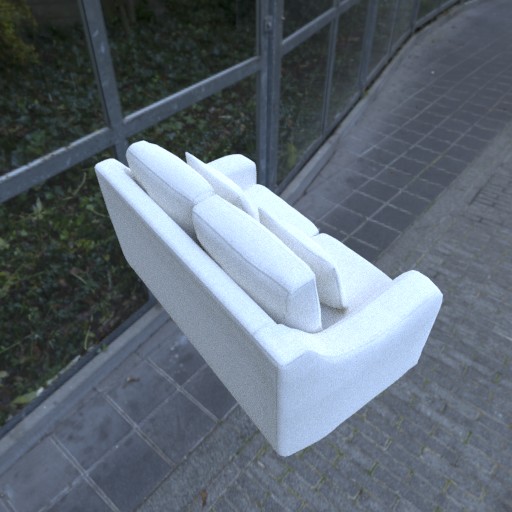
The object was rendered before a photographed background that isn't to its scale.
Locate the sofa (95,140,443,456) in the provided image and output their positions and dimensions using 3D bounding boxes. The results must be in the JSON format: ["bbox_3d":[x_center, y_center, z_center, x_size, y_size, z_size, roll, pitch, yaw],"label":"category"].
[{"bbox_3d":[0.000,0.000,2.432,1.040,1.047,1.744,-26,47,-27],"label":"sofa"}]
